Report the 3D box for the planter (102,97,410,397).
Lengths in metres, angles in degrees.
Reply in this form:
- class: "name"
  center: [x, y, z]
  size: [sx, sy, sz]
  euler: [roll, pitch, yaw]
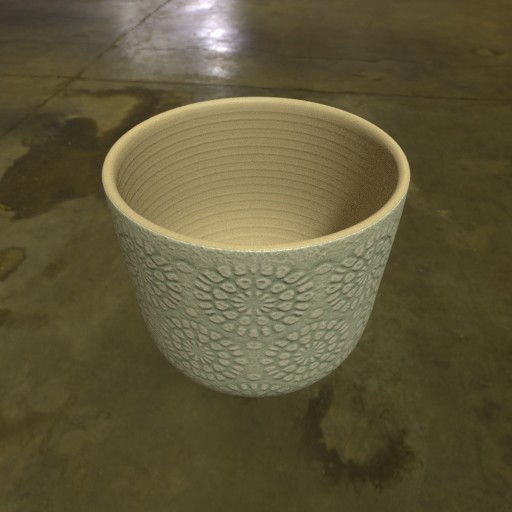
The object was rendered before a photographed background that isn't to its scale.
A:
- class: "planter"
  center: [0.000, 0.000, 0.300]
  size: [0.169, 0.153, 0.169]
  euler: [0, 41, 0]
